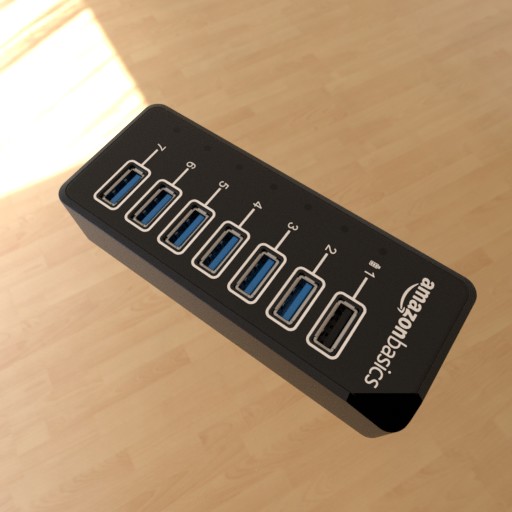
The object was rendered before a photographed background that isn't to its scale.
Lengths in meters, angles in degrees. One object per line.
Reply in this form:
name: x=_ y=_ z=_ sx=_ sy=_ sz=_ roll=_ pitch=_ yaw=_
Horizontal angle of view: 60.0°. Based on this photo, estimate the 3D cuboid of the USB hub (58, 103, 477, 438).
USB hub: x=0.000 y=0.000 z=0.128 sx=0.110 sy=0.023 sz=0.044 roll=33 pitch=69 yaw=15
